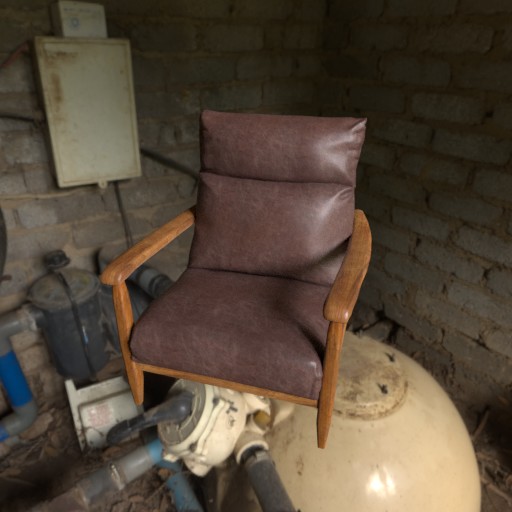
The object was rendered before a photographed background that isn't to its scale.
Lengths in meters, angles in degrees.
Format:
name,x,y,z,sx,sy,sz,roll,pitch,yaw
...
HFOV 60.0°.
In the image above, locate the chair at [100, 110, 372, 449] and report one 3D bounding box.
name,x,y,z,sx,sy,sz,roll,pitch,yaw
chair,0.000,0.000,1.576,0.782,0.897,0.830,8,27,15
